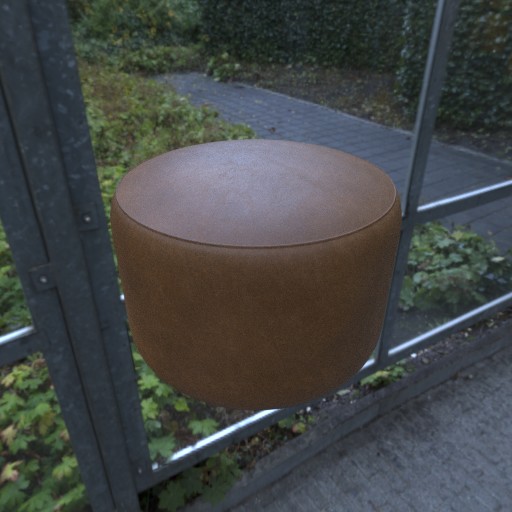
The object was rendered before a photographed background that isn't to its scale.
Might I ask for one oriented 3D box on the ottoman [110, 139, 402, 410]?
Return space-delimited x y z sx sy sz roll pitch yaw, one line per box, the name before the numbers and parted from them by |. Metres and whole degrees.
ottoman | 0.000 0.000 1.026 0.607 0.438 0.607 0 31 0
